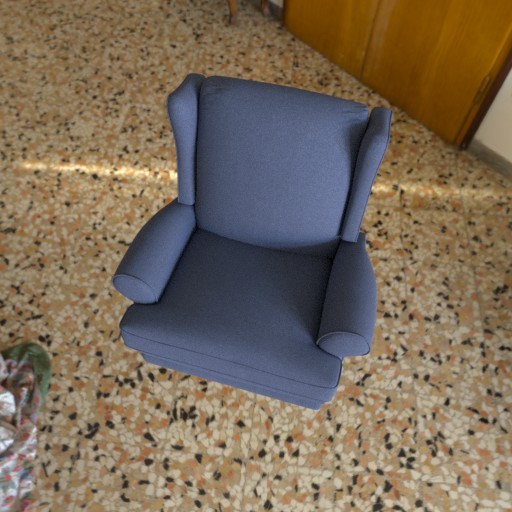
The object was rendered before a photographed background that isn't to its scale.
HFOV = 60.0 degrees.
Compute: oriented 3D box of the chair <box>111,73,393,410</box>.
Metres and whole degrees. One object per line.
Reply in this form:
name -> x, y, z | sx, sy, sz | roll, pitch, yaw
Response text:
chair -> 0.000, 0.000, 1.738 | 0.971, 1.020, 0.877 | 13, 59, 8
